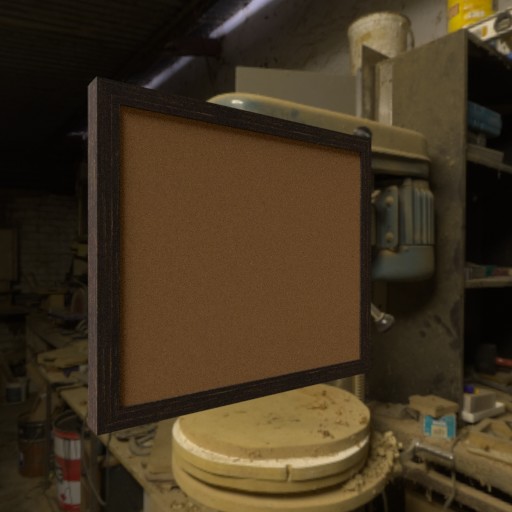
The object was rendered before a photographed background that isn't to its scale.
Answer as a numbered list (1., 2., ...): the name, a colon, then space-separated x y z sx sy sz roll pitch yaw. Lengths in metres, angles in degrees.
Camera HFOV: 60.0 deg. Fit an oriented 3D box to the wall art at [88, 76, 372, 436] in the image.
1. wall art: 0.000 0.000 0.530 0.381 0.330 0.031 0 0 -36
